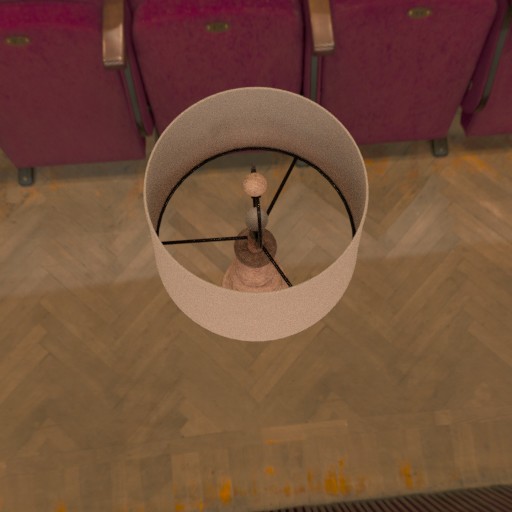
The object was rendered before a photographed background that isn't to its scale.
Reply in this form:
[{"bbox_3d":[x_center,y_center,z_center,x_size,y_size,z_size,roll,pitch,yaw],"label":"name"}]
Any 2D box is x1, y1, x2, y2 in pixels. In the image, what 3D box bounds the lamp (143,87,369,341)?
[{"bbox_3d":[0.000,0.000,0.850,0.340,0.678,0.340,0,75,0],"label":"lamp"}]
